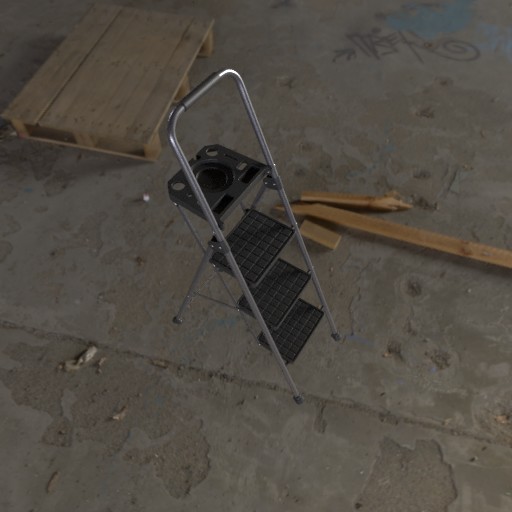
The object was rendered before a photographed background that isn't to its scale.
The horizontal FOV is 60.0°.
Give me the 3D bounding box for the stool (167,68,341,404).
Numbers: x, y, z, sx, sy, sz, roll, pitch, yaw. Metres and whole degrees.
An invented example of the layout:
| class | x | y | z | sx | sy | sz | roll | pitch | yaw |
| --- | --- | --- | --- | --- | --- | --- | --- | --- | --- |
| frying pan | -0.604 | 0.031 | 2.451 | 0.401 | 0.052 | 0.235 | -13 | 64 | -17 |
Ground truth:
| class | x | y | z | sx | sy | sz | roll | pitch | yaw |
| --- | --- | --- | --- | --- | --- | --- | --- | --- | --- |
| stool | 0.000 | 0.000 | 1.606 | 0.733 | 1.277 | 0.396 | 29 | 61 | 18 |
